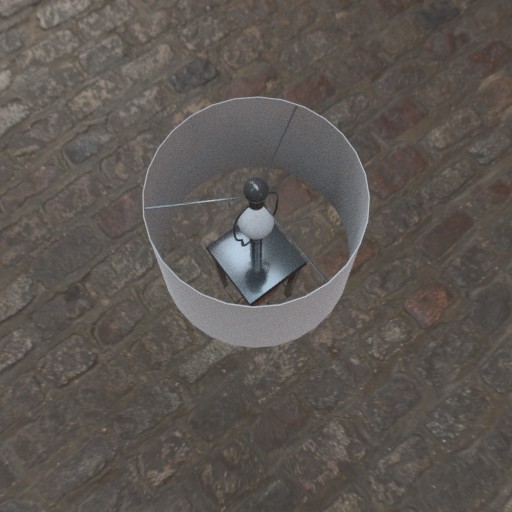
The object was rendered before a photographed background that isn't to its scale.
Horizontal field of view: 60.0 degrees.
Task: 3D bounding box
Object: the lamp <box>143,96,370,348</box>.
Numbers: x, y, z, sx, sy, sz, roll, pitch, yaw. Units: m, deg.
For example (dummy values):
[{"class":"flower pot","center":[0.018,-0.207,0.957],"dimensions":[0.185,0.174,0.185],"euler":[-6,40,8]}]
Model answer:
[{"class":"lamp","center":[0.000,0.000,0.778],"dimensions":[0.320,0.591,0.320],"euler":[0,74,0]}]
